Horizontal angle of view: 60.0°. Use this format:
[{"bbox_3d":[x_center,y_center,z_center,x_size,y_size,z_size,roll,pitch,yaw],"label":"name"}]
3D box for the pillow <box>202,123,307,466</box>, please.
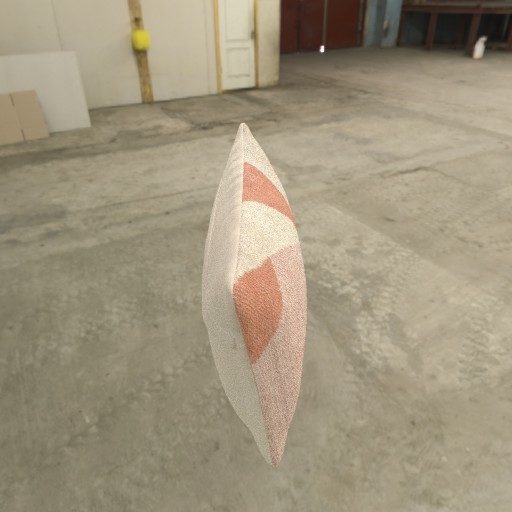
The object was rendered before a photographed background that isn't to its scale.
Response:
[{"bbox_3d":[0.000,0.000,0.740,0.155,0.292,0.609,0,31,0],"label":"pillow"}]
